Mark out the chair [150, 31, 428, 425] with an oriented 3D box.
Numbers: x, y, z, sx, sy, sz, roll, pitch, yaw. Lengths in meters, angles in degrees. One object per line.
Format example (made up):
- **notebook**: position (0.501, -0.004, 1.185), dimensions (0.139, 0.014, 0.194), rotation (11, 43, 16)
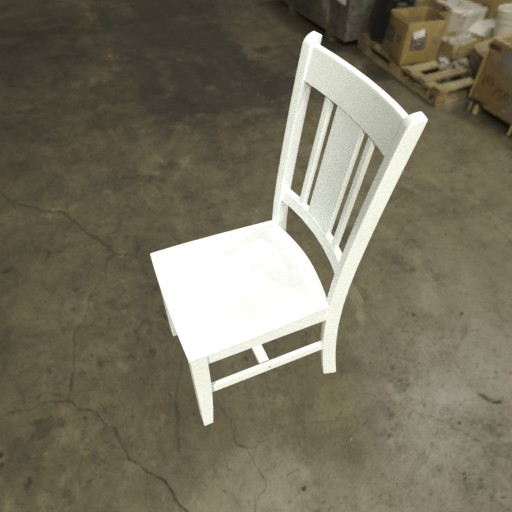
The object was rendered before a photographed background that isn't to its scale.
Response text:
- **chair**: position (0.000, 0.000, 1.268), dimensions (0.555, 0.998, 0.450), rotation (-17, 50, -15)
